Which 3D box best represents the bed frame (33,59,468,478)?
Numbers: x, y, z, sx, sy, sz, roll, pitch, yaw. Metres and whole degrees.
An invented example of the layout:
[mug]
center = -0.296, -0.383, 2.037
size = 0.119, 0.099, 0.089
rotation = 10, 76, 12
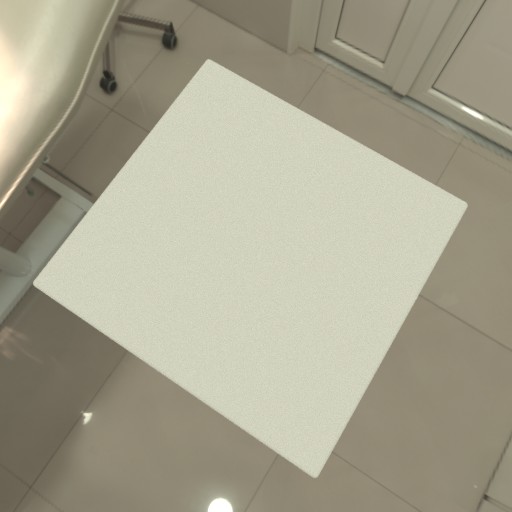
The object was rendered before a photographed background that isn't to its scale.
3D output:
[bed frame]
center = 0.000, 0.000, 3.127
size = 2.079, 0.659, 1.963
rotation = 32, 78, 8
